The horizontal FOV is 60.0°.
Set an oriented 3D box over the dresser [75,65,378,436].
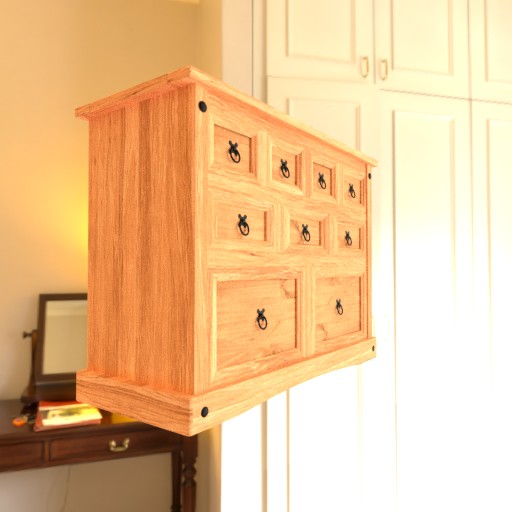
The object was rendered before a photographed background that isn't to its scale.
[{"bbox_3d":[0.000,0.000,1.390,0.410,0.740,0.990,-1,-2,37],"label":"dresser"}]
